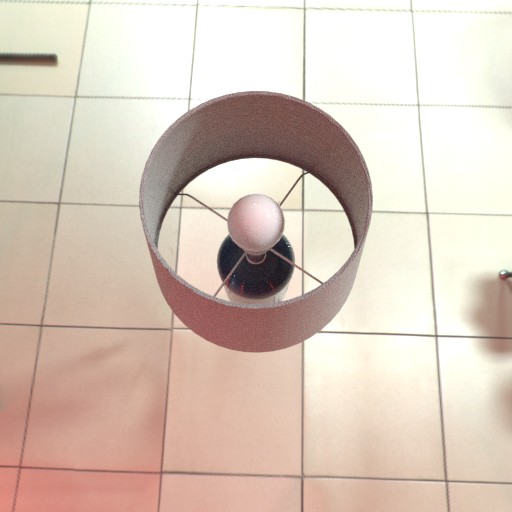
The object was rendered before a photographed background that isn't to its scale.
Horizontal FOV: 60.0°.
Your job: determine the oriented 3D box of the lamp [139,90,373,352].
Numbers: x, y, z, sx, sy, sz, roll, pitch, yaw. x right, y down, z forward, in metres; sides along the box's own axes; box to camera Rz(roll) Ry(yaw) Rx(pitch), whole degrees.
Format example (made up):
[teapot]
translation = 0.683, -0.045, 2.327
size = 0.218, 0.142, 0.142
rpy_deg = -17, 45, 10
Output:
[lamp]
translation = 0.000, 0.000, 0.585
size = 0.253, 0.428, 0.253
rpy_deg = 0, 75, 0
